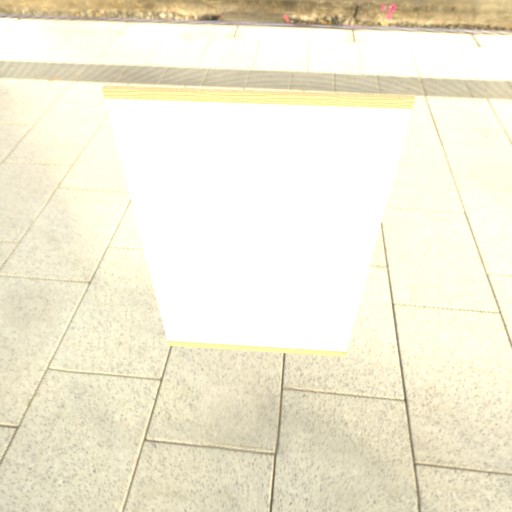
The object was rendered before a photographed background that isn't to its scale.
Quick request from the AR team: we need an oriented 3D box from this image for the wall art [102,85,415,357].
[{"bbox_3d":[0.000,0.000,1.979,1.011,1.521,0.025,3,46,3],"label":"wall art"}]
